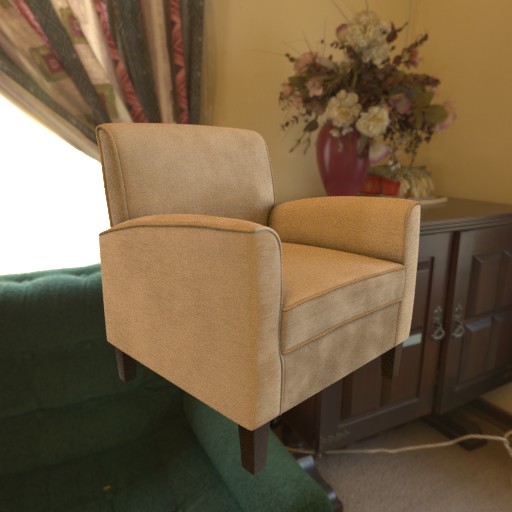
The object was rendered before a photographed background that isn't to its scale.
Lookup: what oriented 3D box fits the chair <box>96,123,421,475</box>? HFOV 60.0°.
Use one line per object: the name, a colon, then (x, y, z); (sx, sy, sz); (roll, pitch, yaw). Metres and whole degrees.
chair: (0.000, 0.000, 1.550); (0.820, 0.915, 0.821); (-12, 18, -43)
